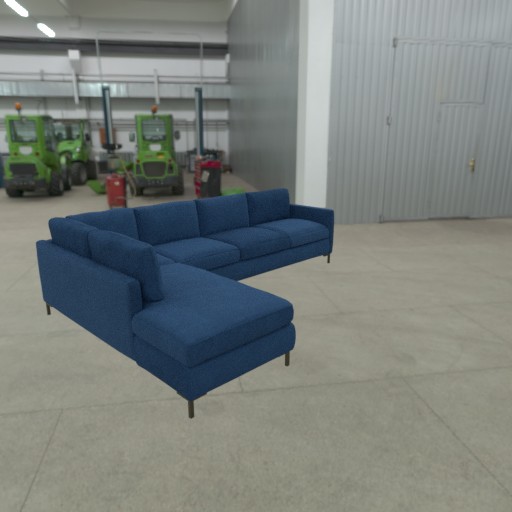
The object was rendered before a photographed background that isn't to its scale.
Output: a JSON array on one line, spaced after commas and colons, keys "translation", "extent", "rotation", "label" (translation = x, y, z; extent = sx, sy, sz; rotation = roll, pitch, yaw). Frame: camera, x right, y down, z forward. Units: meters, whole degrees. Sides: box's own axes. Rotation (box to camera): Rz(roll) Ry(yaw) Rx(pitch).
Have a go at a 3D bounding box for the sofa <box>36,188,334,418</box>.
[{"translation": [0.000, 0.000, 3.813], "extent": [2.007, 0.815, 2.949], "rotation": [15, 21, 43], "label": "sofa"}]
